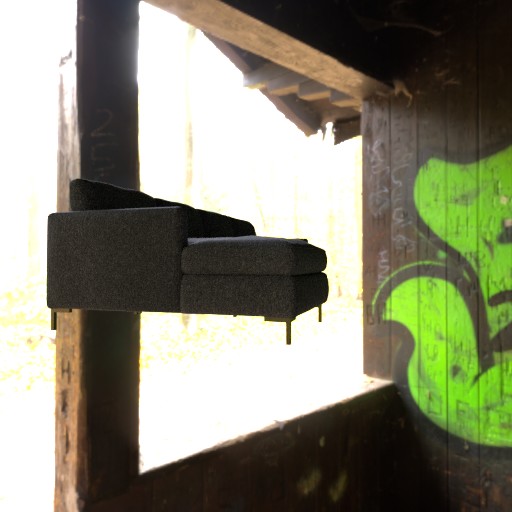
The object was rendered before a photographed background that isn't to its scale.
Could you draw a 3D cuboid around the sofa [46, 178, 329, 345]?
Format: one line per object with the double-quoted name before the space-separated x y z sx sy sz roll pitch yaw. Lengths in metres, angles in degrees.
"sofa" 0.000 0.000 3.442 1.350 0.810 2.932 0 -1 18
